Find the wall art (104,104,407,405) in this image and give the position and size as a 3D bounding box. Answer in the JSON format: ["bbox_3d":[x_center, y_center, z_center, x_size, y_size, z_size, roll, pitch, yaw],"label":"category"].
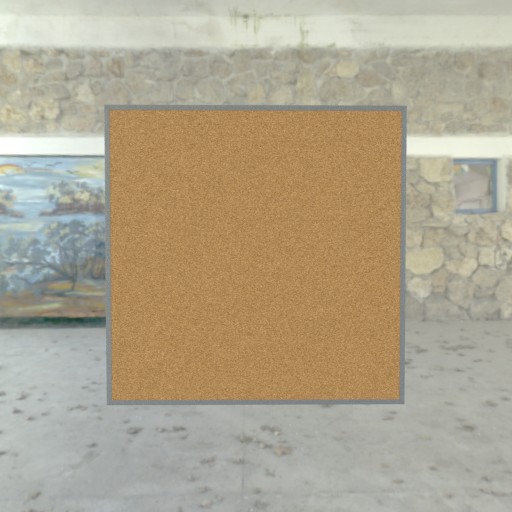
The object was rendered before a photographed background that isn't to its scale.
[{"bbox_3d":[0.000,0.000,1.212,0.809,0.807,0.038,0,1,-1],"label":"wall art"}]
